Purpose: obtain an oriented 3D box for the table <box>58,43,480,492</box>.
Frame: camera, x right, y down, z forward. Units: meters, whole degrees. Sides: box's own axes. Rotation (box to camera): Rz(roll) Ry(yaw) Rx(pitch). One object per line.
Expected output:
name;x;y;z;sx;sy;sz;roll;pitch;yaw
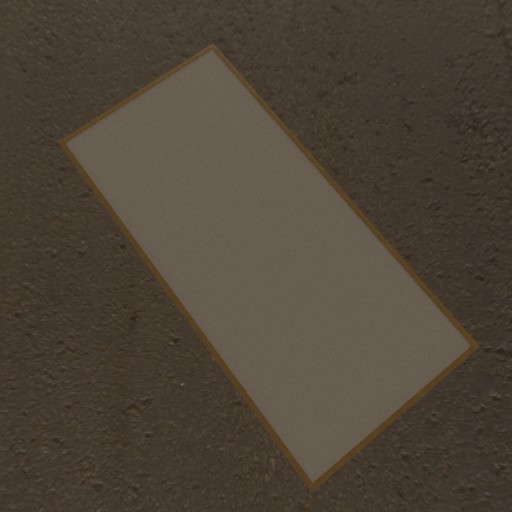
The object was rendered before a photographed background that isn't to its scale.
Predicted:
table;0.000;0.000;1.451;0.580;0.398;1.206;-37;78;-9
